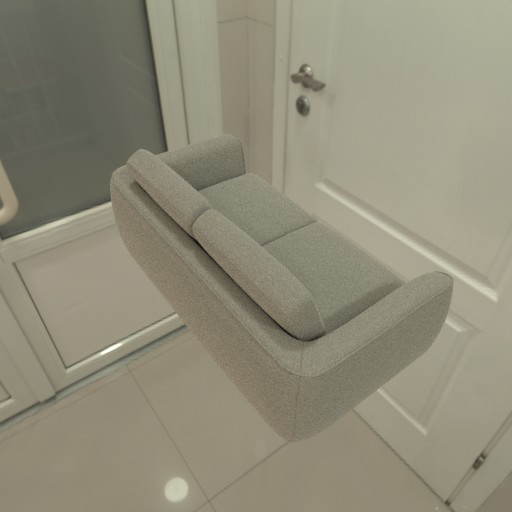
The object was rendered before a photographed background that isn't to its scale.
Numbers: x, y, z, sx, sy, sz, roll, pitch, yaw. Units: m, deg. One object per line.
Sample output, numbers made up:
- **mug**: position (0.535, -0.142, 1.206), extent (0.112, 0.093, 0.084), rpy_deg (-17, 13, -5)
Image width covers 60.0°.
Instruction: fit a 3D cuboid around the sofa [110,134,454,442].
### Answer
- **sofa**: position (0.000, 0.000, 2.252), extent (0.920, 0.850, 1.700), rpy_deg (-26, 48, -26)
